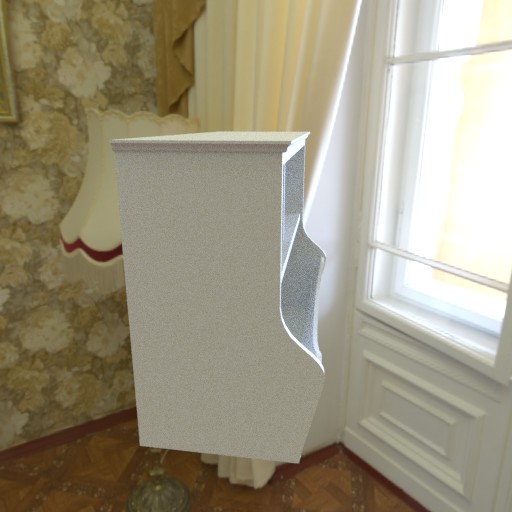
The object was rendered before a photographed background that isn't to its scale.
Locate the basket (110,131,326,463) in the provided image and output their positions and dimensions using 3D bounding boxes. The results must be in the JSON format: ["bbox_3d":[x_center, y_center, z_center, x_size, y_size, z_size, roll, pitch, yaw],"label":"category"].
[{"bbox_3d":[0.000,0.000,1.183,0.376,0.625,0.792,3,17,8],"label":"basket"}]
